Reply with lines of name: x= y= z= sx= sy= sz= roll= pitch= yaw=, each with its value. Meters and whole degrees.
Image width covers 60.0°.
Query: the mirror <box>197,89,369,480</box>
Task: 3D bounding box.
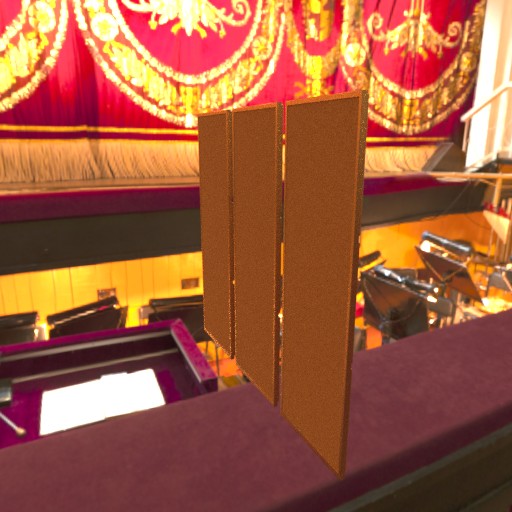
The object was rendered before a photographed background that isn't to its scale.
mirror: x=0.000 y=0.000 z=1.440 sx=0.023 sy=0.926 sz=1.011 roll=-7 pitch=17 yaw=-25
